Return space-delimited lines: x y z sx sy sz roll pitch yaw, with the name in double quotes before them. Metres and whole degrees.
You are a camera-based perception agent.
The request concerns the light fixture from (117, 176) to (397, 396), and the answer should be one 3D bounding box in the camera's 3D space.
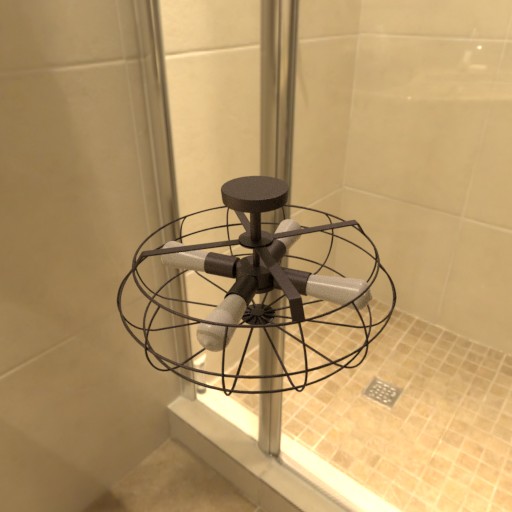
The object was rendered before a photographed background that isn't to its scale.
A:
"light fixture" 0.000 0.000 0.936 0.582 0.311 0.582 0 30 0
